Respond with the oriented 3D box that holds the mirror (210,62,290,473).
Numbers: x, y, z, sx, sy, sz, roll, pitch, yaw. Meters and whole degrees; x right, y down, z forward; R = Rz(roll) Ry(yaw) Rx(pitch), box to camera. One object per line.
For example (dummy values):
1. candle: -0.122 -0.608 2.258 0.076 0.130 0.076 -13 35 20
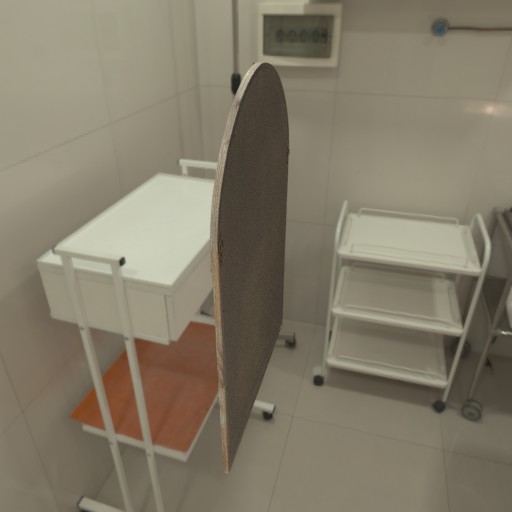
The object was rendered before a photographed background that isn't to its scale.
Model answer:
1. mirror: 0.000 0.000 1.138 0.032 0.915 0.609 8 31 13
